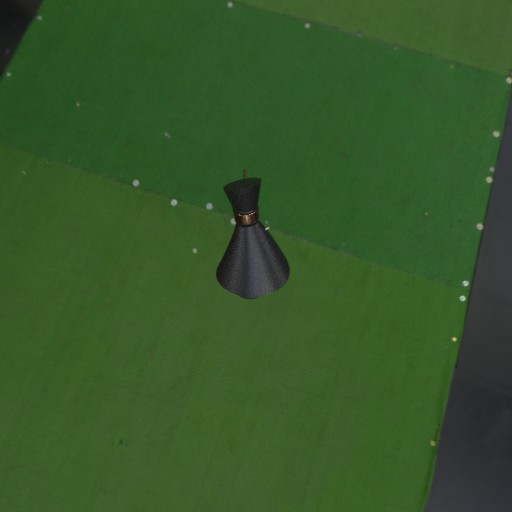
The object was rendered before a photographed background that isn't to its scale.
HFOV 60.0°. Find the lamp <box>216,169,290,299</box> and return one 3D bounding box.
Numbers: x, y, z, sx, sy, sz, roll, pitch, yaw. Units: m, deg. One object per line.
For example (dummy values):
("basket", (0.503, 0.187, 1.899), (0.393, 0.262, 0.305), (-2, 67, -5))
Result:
("lamp", (0.000, 0.000, 1.603), (0.277, 1.438, 0.467), (20, 77, 5))
